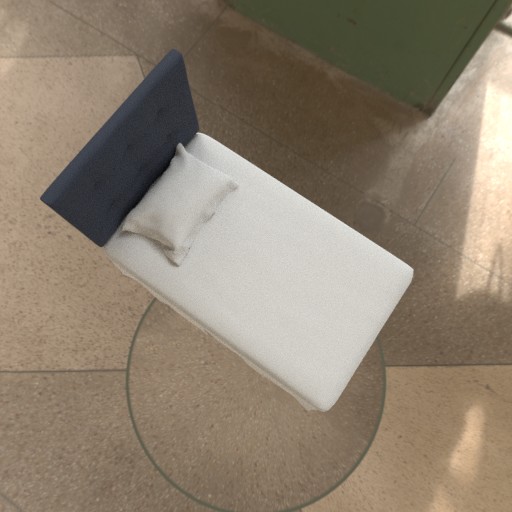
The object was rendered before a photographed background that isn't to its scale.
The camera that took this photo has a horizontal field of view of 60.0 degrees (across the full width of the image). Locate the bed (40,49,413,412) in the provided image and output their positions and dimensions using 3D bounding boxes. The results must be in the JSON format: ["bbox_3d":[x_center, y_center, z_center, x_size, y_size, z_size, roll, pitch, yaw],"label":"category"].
[{"bbox_3d":[0.000,0.000,3.018,1.997,1.571,1.261,34,78,8],"label":"bed"}]
